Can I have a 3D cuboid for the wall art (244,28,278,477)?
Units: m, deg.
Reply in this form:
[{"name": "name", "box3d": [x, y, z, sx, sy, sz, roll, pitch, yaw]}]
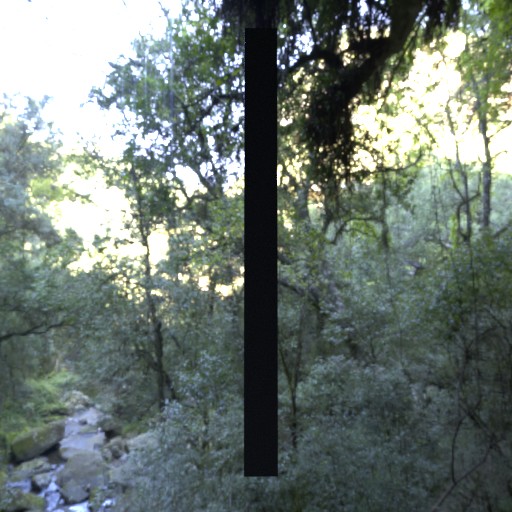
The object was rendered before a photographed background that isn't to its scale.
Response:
[{"name": "wall art", "box3d": [0.000, 0.000, 0.755, 0.038, 0.508, 0.508, 0, -2, -1]}]
